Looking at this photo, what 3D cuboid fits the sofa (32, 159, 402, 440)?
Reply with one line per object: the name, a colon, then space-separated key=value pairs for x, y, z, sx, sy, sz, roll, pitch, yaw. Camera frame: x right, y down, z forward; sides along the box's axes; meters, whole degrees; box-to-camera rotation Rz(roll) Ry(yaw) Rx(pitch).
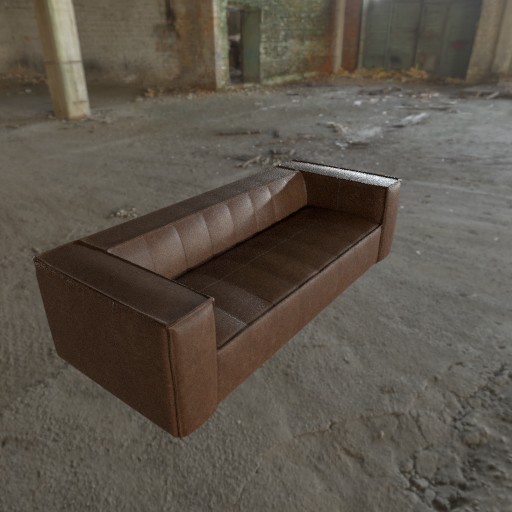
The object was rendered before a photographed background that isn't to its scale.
sofa: x=0.000 y=0.000 z=3.080 sx=1.102 sy=0.701 sz=2.581 roll=19 pitch=32 yaw=33
